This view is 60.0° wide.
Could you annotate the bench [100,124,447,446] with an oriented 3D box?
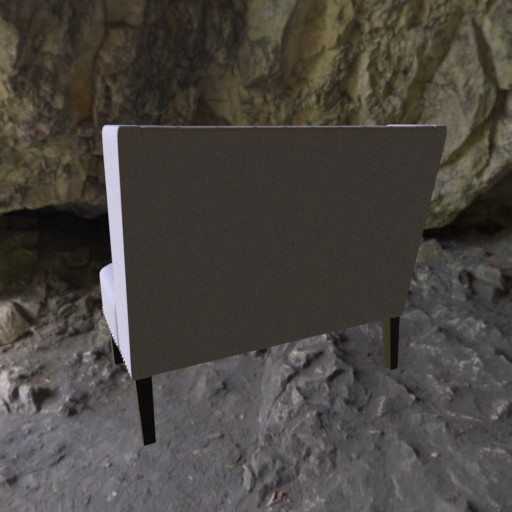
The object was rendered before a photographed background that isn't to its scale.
[{"bbox_3d":[0.000,0.000,1.979,1.280,1.123,0.847,-8,18,-25],"label":"bench"}]
